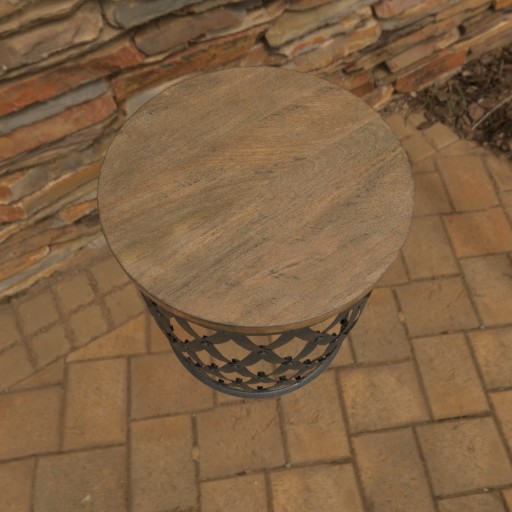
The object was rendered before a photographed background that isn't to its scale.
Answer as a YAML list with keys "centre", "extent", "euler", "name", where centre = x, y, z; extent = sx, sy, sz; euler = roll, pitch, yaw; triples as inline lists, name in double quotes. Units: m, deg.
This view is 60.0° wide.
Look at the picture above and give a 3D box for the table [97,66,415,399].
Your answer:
- centre: [0.000, 0.000, 0.770]
  extent: [0.405, 0.454, 0.405]
  euler: [0, 63, 0]
  name: "table"
